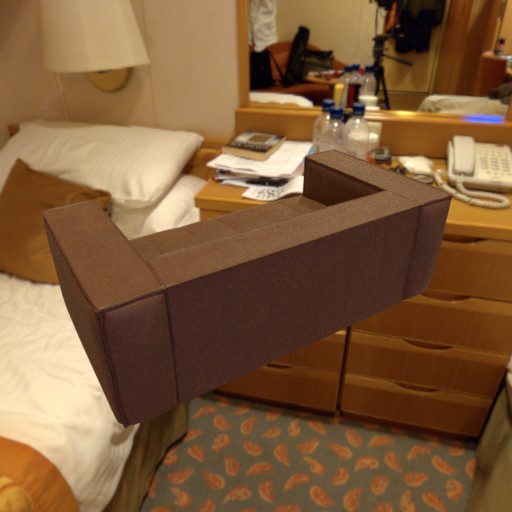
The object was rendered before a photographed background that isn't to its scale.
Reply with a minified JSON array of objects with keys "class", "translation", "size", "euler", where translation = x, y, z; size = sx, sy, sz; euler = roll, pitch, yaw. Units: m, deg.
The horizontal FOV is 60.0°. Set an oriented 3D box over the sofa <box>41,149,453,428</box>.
[{"class":"sofa","translation":[0.000,0.000,2.610],"size":[2.088,0.703,1.102],"euler":[-18,35,-28]}]
